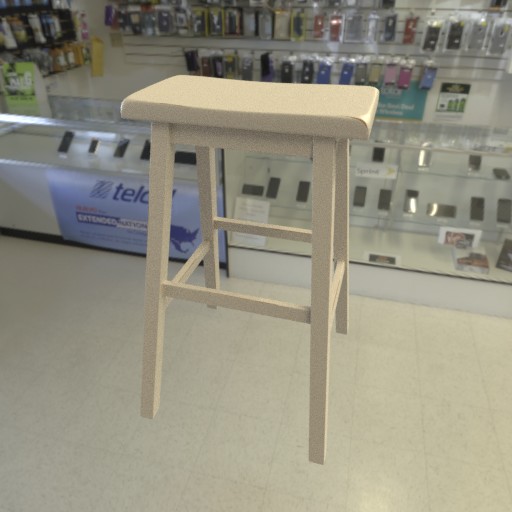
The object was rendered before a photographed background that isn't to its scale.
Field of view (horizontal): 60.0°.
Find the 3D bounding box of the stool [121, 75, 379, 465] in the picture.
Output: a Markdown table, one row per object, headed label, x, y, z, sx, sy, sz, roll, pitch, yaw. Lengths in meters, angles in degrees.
| label | x | y | z | sx | sy | sz | roll | pitch | yaw |
| --- | --- | --- | --- | --- | --- | --- | --- | --- | --- |
| stool | 0.000 | 0.000 | 1.039 | 0.457 | 0.737 | 0.476 | 9 | 34 | 14 |
